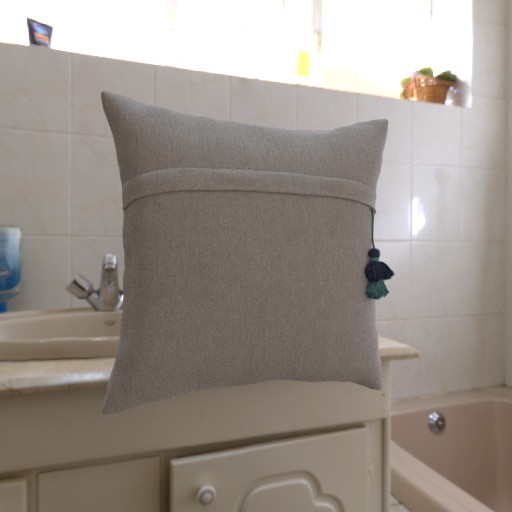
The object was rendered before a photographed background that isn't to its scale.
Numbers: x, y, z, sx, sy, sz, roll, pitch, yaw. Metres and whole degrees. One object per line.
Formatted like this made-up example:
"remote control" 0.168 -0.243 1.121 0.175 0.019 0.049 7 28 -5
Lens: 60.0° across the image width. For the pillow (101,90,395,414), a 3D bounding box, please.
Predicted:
"pillow" 0.000 0.000 0.656 0.433 0.436 0.173 0 0 -17
